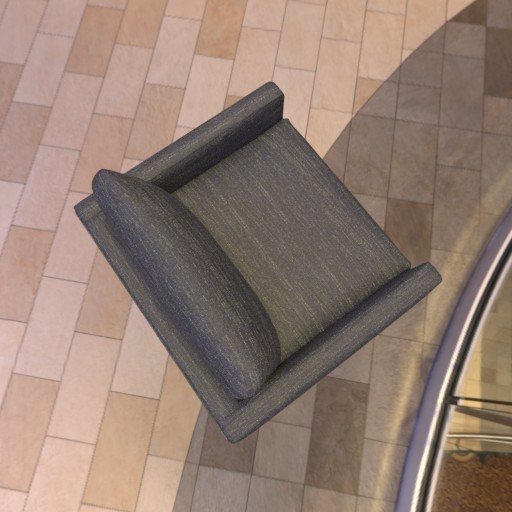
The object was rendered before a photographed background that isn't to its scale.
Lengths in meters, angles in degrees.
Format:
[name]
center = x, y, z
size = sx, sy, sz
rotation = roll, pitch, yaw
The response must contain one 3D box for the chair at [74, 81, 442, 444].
[chair]
center = 0.000, 0.000, 1.643
size = 0.866, 0.861, 0.963
rotation = -35, 78, -9
